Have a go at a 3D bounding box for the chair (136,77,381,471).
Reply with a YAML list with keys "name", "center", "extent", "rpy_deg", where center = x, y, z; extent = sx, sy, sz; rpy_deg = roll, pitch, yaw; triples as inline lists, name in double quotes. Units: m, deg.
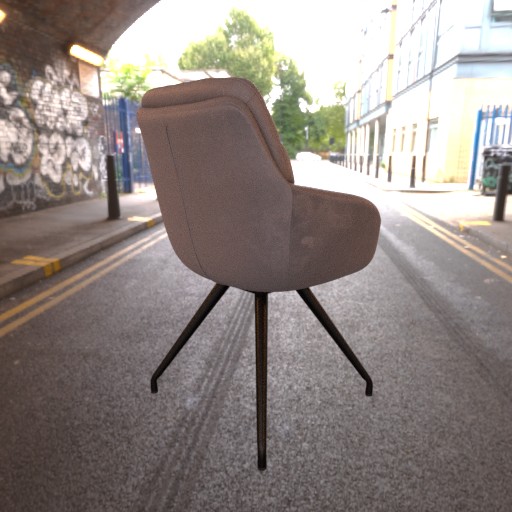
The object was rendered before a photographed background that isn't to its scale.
- name: "chair"
  center: [0.000, 0.000, 1.267]
  extent: [0.569, 0.888, 0.579]
  rpy_deg: [-13, 18, -43]
